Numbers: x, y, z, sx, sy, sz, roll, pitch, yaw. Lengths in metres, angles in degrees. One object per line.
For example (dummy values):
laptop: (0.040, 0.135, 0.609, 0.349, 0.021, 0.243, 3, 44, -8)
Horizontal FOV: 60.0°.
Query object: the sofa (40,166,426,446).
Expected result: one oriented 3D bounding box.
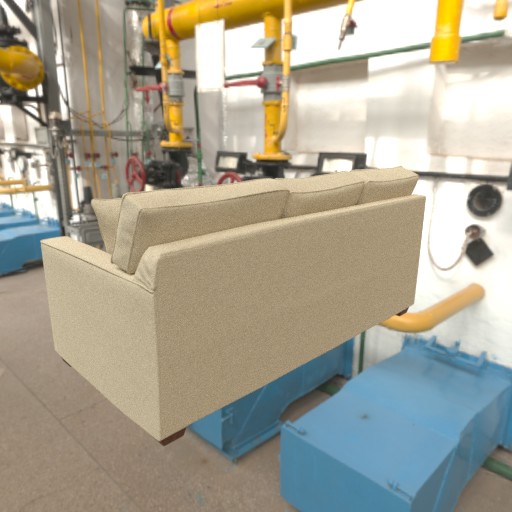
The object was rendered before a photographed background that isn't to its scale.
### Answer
sofa: (0.000, 0.000, 2.488, 1.963, 0.946, 1.034, -14, 21, -42)
